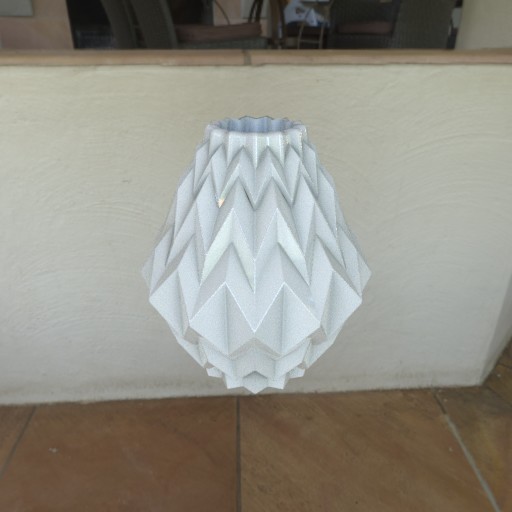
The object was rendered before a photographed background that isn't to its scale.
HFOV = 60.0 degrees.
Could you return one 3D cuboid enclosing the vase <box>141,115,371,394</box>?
[{"bbox_3d":[0.000,0.000,0.319,0.164,0.185,0.164,0,27,0],"label":"vase"}]
